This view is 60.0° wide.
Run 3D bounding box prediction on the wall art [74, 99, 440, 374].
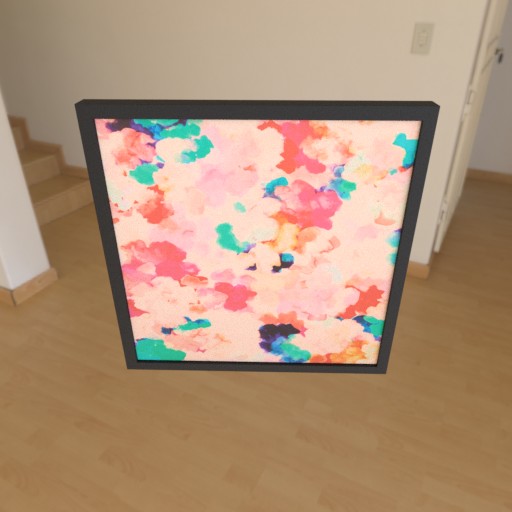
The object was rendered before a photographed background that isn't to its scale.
[{"bbox_3d":[0.000,0.000,0.754,0.506,0.503,0.036,1,30,1],"label":"wall art"}]
